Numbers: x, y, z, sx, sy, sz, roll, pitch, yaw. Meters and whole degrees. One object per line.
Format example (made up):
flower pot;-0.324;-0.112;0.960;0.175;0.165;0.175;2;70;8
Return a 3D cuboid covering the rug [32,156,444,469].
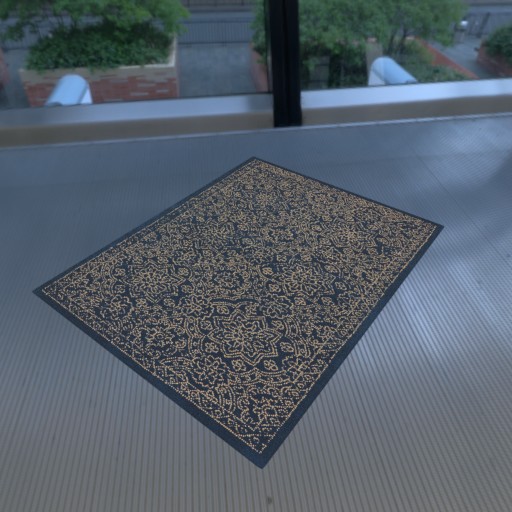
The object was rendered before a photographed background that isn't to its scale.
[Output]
rug;0.000;0.000;4.091;2.438;0.010;3.048;26;47;28
